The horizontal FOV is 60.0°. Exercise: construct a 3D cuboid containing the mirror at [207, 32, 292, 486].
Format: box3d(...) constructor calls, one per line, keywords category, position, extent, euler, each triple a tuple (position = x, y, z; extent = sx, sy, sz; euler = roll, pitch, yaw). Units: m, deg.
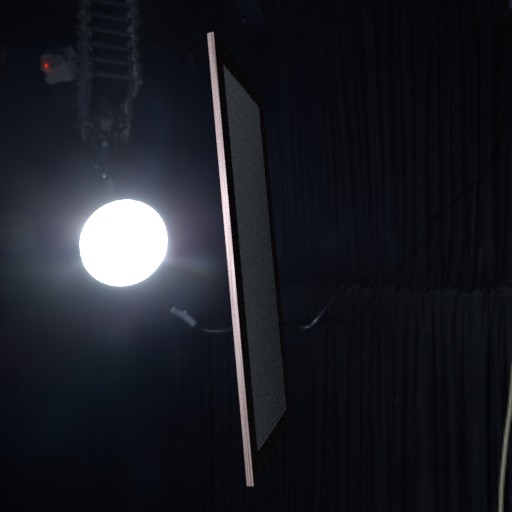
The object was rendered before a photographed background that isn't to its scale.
box3d(category="mirror", position=(0.000, 0.000, 2.360), extent=(0.221, 2.020, 0.812), euler=(0, -1, 16))
